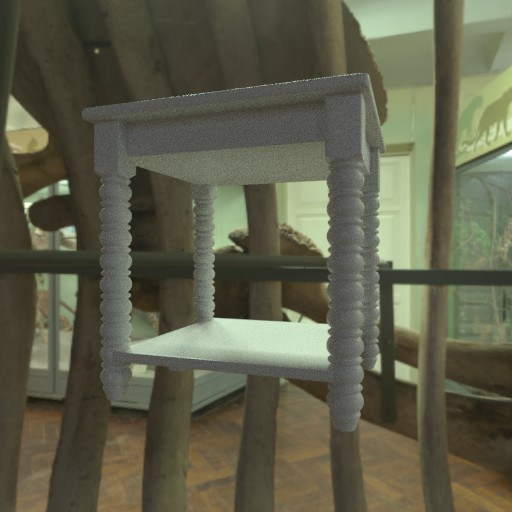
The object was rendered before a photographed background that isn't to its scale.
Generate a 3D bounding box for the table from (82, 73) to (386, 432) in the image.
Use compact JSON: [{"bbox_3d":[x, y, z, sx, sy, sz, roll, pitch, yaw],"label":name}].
[{"bbox_3d":[0.000,0.000,0.992,0.533,0.563,0.500,0,1,19],"label":"table"}]
